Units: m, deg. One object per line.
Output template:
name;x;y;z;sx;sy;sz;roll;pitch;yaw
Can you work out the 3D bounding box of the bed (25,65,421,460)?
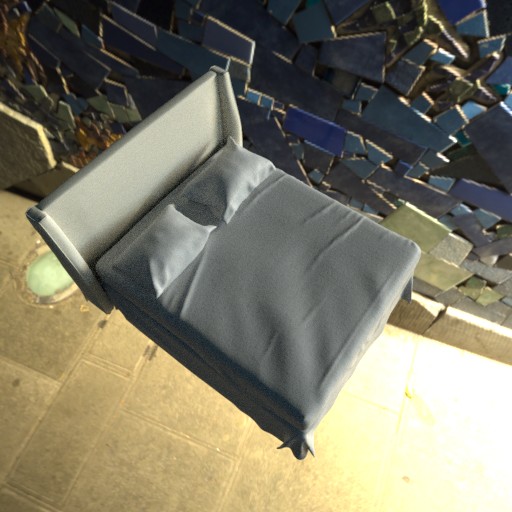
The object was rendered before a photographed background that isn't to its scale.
bed;0.000;0.000;3.388;2.276;1.332;1.925;33;63;19
